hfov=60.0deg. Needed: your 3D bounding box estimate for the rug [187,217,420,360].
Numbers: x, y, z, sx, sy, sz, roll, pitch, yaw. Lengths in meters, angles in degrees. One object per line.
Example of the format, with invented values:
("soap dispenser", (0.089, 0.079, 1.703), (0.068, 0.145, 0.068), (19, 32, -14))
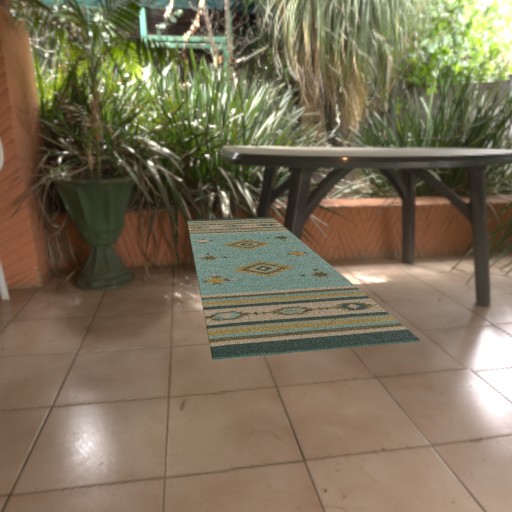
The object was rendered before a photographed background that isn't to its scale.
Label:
("rug", (0.000, 0.000, 2.682), (0.744, 0.010, 2.441), (-3, 16, -10))
